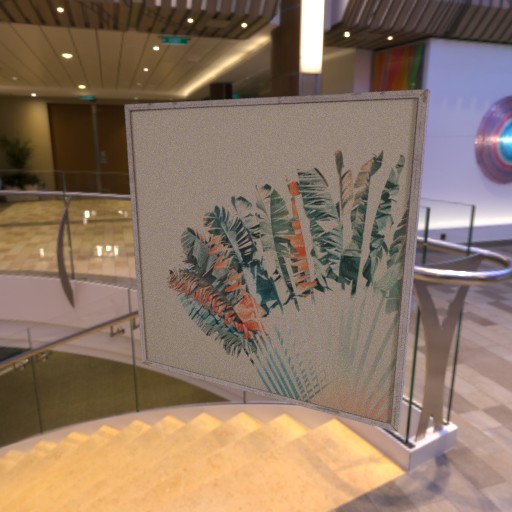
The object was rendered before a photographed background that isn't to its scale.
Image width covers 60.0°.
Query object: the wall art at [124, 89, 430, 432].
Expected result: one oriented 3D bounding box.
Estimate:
[{"bbox_3d":[0.000,0.000,0.754,0.508,0.506,0.029,7,16,25],"label":"wall art"}]
